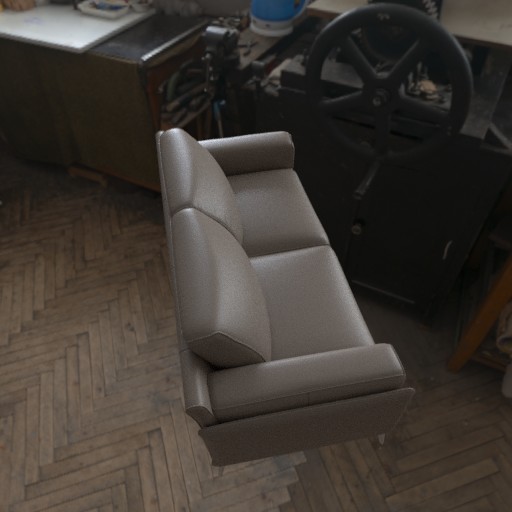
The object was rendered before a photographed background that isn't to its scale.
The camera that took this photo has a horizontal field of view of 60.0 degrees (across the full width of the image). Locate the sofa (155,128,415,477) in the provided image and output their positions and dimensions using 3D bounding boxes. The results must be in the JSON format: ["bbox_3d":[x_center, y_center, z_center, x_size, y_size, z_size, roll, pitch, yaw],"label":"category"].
[{"bbox_3d":[0.000,0.000,2.591,1.049,0.930,2.101,-9,48,-8],"label":"sofa"}]
